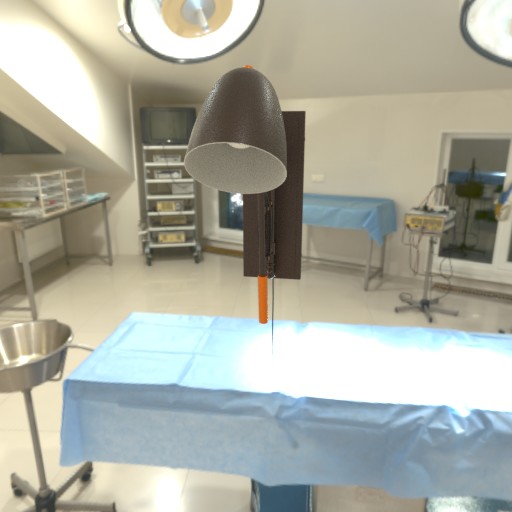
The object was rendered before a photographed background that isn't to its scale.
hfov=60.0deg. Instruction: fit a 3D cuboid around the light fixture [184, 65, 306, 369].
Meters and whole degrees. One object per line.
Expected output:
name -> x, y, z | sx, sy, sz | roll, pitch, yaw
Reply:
light fixture -> 0.000, 0.000, 0.922 | 0.162, 0.715, 0.499 | 3, 16, 10
